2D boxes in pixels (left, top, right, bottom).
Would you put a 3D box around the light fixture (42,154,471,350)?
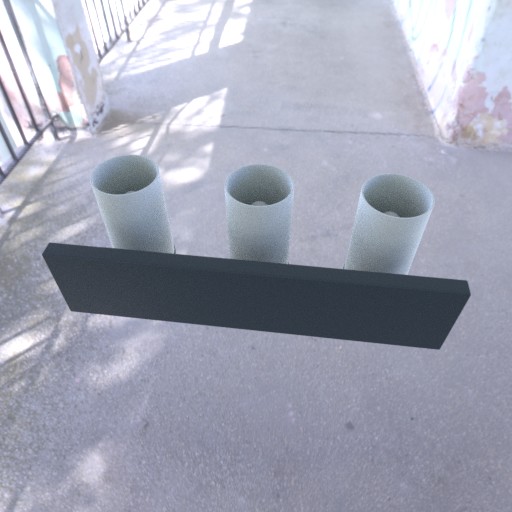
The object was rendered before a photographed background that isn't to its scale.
[{"bbox_3d":[0.000,0.000,0.546,0.451,0.172,0.145,5,47,5],"label":"light fixture"}]
